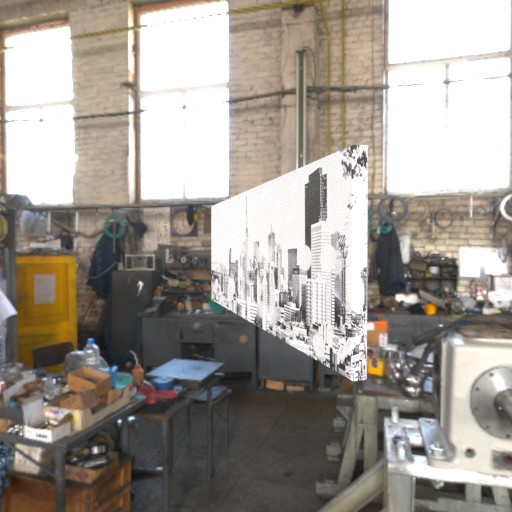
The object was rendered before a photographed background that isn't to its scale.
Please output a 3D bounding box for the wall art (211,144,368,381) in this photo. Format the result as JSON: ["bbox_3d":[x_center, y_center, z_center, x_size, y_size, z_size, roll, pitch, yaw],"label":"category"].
[{"bbox_3d":[0.000,0.000,1.680,0.039,0.507,1.520,0,1,-17],"label":"wall art"}]
